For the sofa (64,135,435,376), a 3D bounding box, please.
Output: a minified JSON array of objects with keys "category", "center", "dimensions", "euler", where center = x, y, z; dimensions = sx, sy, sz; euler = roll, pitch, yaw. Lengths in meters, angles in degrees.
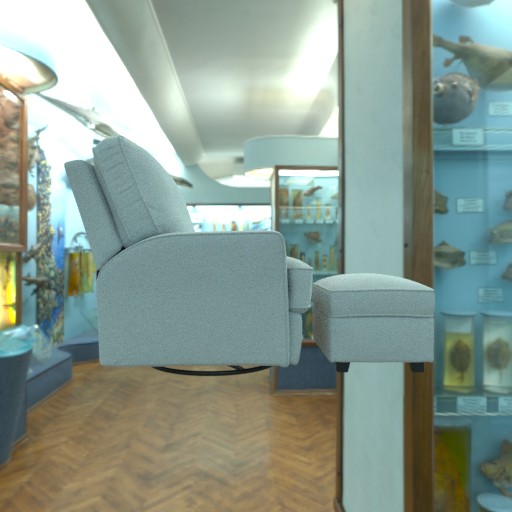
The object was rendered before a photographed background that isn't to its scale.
[{"category":"sofa","center":[0.000,0.000,2.062],"dimensions":[1.472,0.959,0.861],"euler":[0,0,0]}]
